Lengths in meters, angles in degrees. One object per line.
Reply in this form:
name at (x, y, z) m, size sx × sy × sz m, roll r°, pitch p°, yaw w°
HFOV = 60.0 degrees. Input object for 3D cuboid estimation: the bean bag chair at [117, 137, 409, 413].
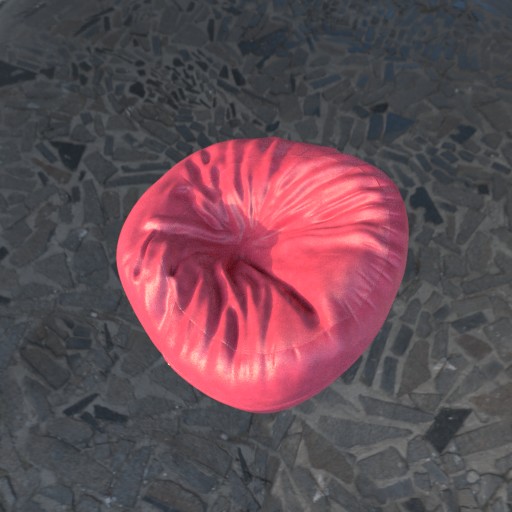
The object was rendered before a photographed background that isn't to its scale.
bean bag chair at (0.000, 0.000, 2.471) m, size 1.524 × 0.878 × 1.524 m, roll 31°, pitch 67°, yaw 15°
